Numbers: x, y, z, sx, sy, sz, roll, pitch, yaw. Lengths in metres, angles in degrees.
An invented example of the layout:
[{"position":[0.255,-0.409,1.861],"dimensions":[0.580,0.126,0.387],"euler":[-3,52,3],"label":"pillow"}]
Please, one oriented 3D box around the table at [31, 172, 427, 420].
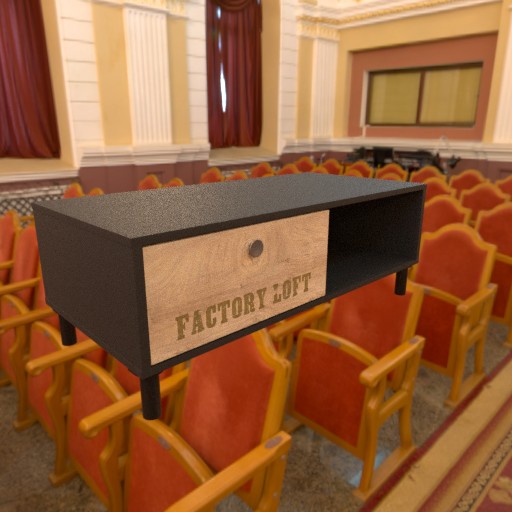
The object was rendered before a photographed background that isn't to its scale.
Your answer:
[{"position":[0.000,0.000,1.379],"dimensions":[1.100,0.400,0.550],"euler":[-15,22,-41],"label":"table"}]
